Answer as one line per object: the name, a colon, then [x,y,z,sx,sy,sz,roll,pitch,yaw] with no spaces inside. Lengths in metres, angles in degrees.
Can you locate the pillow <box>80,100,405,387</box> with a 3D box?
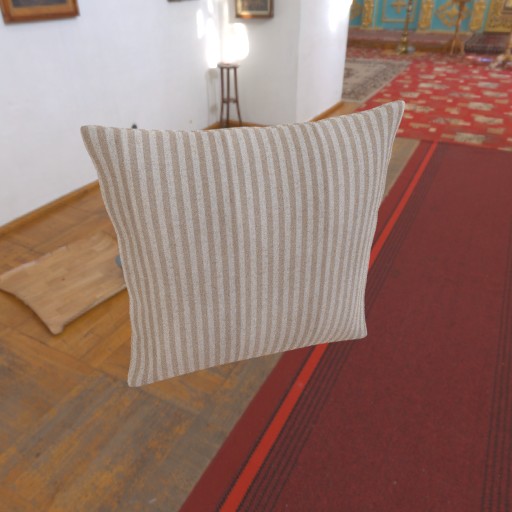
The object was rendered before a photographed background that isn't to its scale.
pillow: [0.000,0.000,0.805,0.523,0.510,0.166,-9,33,-14]
